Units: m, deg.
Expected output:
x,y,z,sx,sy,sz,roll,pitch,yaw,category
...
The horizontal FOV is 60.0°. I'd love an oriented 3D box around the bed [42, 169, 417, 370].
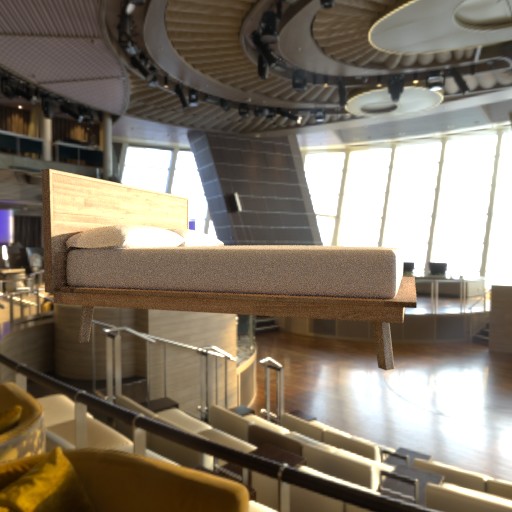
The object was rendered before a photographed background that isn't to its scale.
x,y,z,sx,sy,sz,roll,pitch,yaw,category
0.000,0.000,3.167,2.145,1.071,1.759,1,2,19,bed
